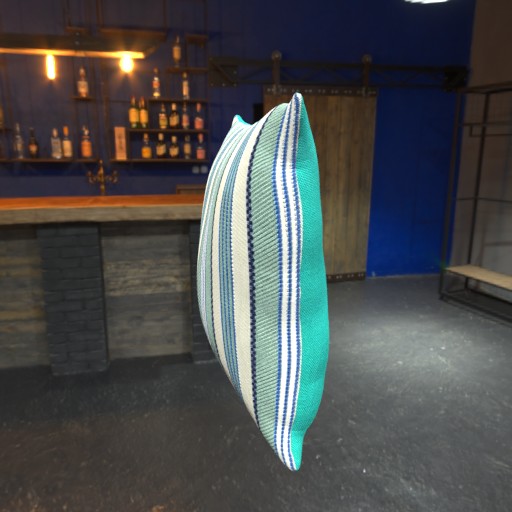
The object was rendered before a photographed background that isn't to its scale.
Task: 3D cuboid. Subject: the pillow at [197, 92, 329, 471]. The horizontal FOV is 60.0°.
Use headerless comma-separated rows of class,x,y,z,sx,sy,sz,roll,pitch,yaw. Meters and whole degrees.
pillow,0.000,0.000,0.682,0.182,0.441,0.440,-2,14,-10
